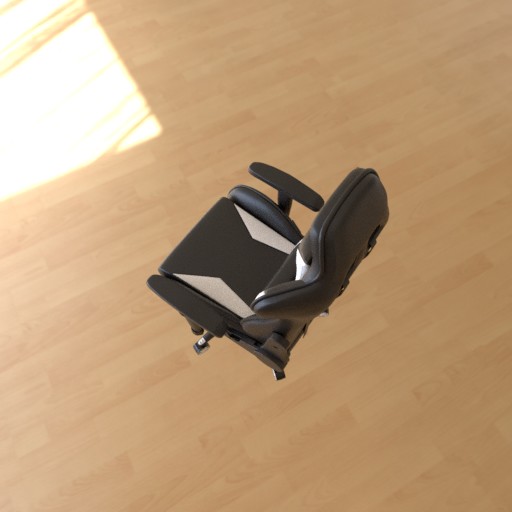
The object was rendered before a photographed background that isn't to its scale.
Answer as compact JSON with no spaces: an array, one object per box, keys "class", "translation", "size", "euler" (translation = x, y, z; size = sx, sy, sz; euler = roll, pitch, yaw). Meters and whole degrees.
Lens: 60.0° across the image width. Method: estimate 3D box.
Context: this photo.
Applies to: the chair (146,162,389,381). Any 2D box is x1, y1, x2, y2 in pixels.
[{"class":"chair","translation":[0.000,0.000,1.674],"size":[0.695,1.285,0.730],"euler":[33,68,15]}]
